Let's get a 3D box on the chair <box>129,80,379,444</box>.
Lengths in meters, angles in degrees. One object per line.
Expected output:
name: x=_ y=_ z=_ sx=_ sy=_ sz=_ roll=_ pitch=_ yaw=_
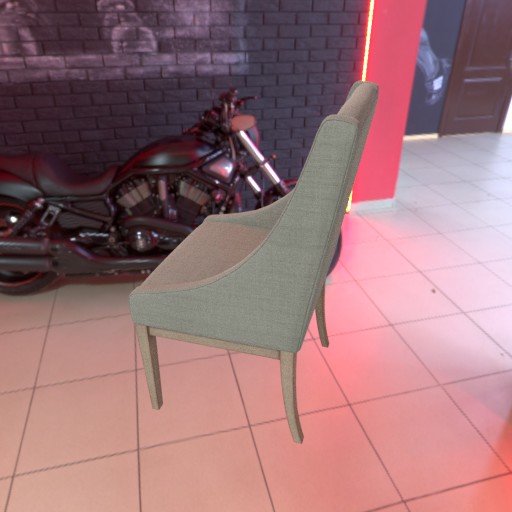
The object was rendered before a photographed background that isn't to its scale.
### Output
chair: x=0.000 y=0.000 z=1.429 sx=0.611 sy=1.021 sz=0.575 roll=9 pitch=31 yaw=16
